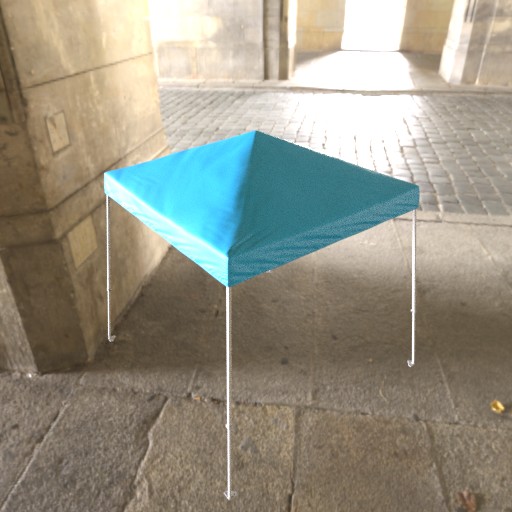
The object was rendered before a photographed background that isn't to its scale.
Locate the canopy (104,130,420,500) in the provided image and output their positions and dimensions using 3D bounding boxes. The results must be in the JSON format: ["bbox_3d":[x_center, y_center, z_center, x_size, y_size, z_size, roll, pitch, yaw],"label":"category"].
[{"bbox_3d":[0.000,0.000,5.069,2.849,2.849,2.848,-21,36,-32],"label":"canopy"}]
